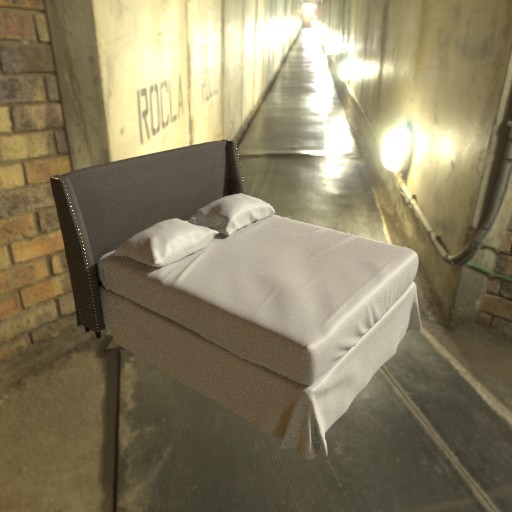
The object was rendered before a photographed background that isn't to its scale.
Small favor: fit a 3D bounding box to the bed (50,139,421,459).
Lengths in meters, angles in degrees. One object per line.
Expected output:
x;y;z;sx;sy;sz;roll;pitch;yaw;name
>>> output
0.000;0.000;3.463;2.276;1.332;1.925;18;30;34;bed
